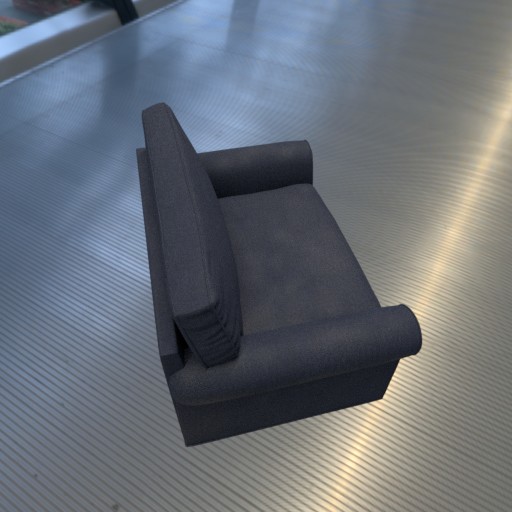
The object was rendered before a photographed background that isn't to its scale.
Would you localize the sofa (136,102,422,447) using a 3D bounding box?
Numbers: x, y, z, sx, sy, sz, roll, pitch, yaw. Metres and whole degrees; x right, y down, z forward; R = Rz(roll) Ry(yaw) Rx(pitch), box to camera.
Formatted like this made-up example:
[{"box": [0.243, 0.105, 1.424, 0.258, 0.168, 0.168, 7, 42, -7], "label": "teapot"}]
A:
[{"box": [0.000, 0.000, 2.082, 0.938, 1.004, 1.405, -10, 47, -10], "label": "sofa"}]
